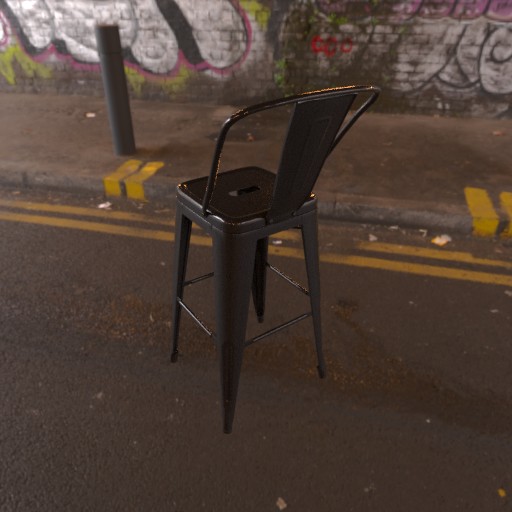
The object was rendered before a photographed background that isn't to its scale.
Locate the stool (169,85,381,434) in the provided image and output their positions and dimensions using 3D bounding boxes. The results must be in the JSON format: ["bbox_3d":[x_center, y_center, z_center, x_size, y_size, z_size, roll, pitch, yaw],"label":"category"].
[{"bbox_3d":[0.000,0.000,1.319,0.432,1.022,0.528,-20,36,-30],"label":"stool"}]
